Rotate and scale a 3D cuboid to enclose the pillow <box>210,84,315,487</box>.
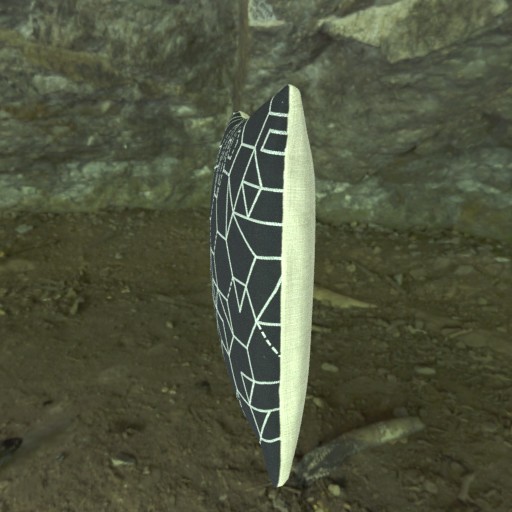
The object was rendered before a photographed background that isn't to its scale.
[{"bbox_3d":[0.000,0.000,0.770,0.158,0.508,0.517,-2,15,-8],"label":"pillow"}]
